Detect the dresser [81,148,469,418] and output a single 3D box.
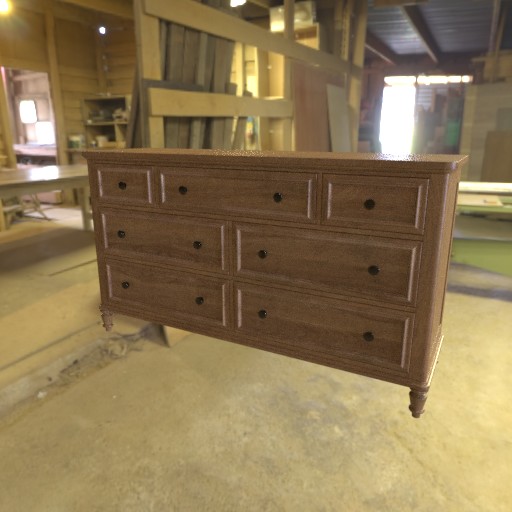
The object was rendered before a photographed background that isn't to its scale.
[{"bbox_3d":[0.000,0.000,1.967,1.583,0.892,0.468,8,18,27],"label":"dresser"}]
